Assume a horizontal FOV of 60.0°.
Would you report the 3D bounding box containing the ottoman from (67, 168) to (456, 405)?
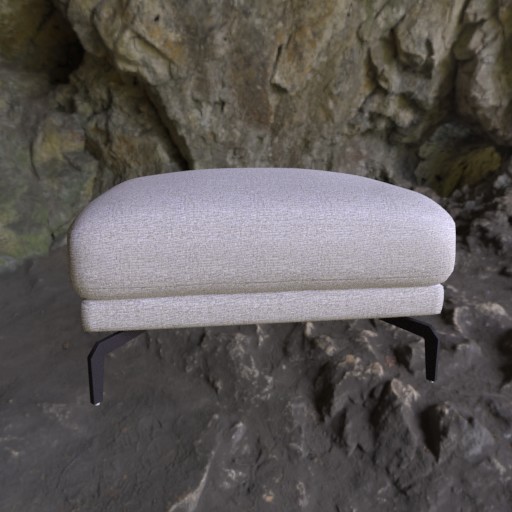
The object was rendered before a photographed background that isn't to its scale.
[{"bbox_3d":[0.000,0.000,1.101,0.772,0.420,0.568,-2,16,-7],"label":"ottoman"}]
